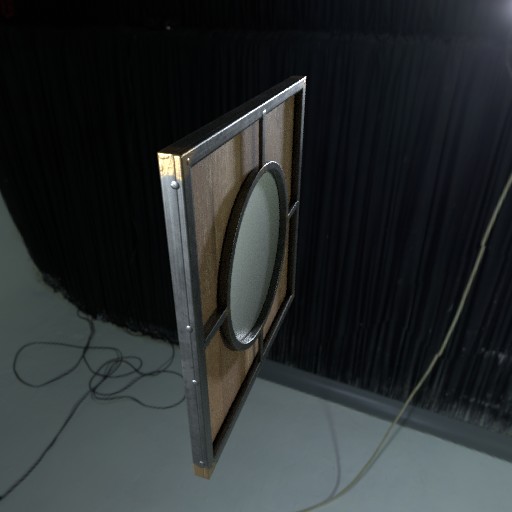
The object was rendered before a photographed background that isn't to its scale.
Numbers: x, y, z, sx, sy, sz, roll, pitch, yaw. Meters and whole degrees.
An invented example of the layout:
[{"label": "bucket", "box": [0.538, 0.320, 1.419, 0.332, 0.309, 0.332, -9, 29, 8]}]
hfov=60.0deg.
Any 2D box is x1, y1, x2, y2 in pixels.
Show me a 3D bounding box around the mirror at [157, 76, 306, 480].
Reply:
[{"label": "mirror", "box": [0.000, 0.000, 0.570, 0.020, 0.381, 0.382, 10, 32, 16]}]
